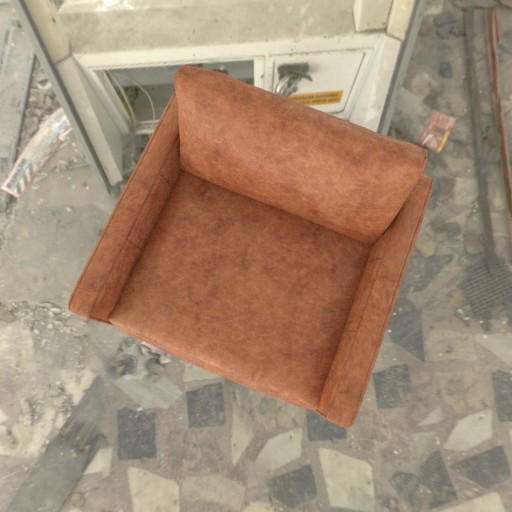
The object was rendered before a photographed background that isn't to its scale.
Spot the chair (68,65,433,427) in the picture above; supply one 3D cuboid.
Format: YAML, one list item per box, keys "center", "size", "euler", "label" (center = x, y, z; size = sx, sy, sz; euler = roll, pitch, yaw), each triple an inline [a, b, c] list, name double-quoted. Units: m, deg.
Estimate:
- center: [0.000, 0.000, 1.588]
  size: [0.967, 0.869, 0.862]
  euler: [22, 77, 5]
  label: "chair"
